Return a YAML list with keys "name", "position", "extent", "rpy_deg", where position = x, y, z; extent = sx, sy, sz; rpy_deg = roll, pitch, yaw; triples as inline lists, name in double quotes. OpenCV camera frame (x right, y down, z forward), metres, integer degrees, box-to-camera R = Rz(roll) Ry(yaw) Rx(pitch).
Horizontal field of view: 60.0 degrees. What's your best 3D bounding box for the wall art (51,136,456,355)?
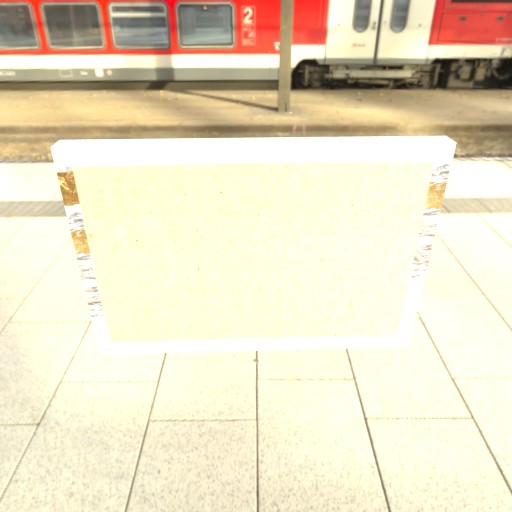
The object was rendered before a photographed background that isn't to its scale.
- name: "wall art"
  position: [0.000, 0.000, 0.780]
  extent: [0.606, 0.407, 0.041]
  rpy_deg: [-1, 31, -2]
